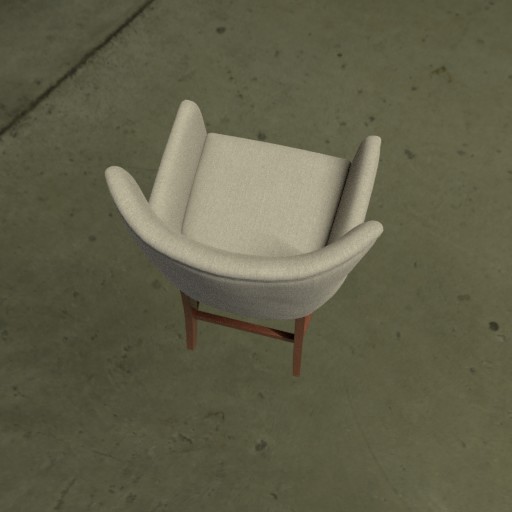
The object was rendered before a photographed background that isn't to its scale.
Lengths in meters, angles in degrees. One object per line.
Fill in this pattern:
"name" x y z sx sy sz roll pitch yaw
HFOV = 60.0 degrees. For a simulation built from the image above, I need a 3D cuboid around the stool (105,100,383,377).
"stool" 0.000 0.000 1.384 0.575 1.047 0.575 13 65 6
